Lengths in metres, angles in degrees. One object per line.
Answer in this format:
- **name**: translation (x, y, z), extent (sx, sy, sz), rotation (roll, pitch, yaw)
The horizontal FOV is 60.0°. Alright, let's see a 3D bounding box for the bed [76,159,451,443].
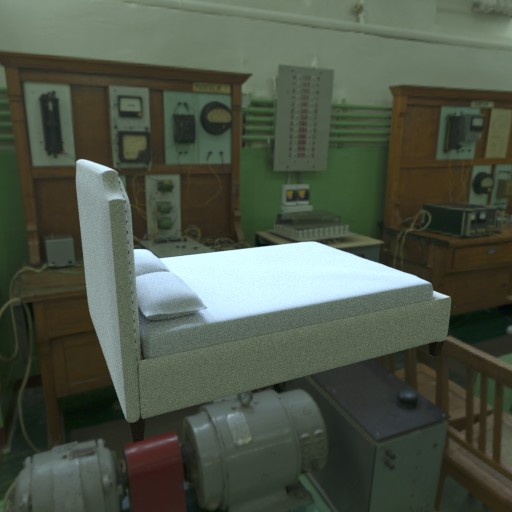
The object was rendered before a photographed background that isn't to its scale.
- **bed**: translation (0.000, 0.000, 3.387), extent (2.372, 1.443, 1.712), rotation (-7, 16, -25)
